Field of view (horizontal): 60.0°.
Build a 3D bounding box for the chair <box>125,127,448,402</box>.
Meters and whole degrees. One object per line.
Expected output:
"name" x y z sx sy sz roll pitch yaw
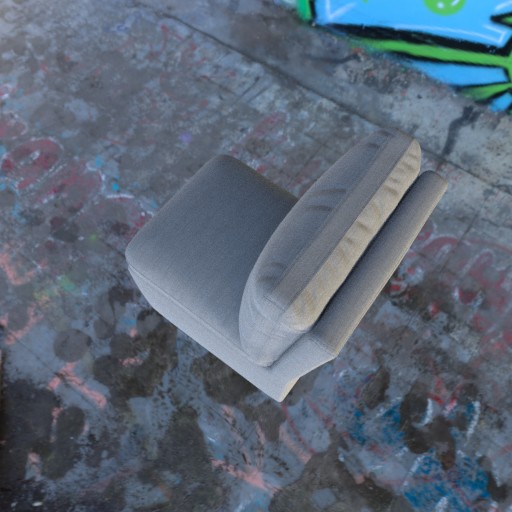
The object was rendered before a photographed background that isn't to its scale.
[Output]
"chair" 0.000 0.000 1.306 0.698 0.927 0.503 33 68 15
